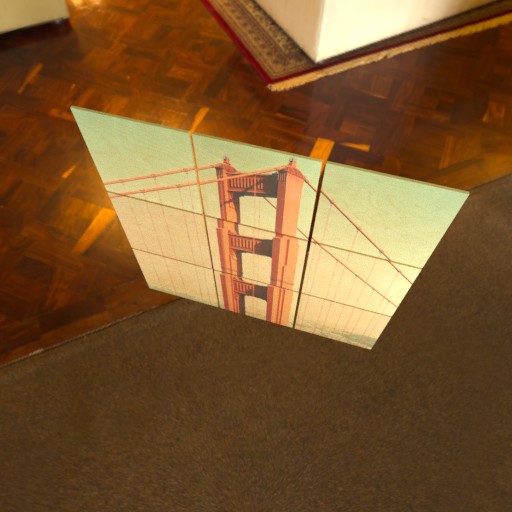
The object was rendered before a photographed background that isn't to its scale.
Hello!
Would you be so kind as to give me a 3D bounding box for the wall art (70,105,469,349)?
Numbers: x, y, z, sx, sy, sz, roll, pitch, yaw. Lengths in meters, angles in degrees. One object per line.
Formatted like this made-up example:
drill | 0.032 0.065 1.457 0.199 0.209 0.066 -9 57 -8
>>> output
wall art | 0.000 0.000 2.272 1.517 1.523 0.013 14 59 9
